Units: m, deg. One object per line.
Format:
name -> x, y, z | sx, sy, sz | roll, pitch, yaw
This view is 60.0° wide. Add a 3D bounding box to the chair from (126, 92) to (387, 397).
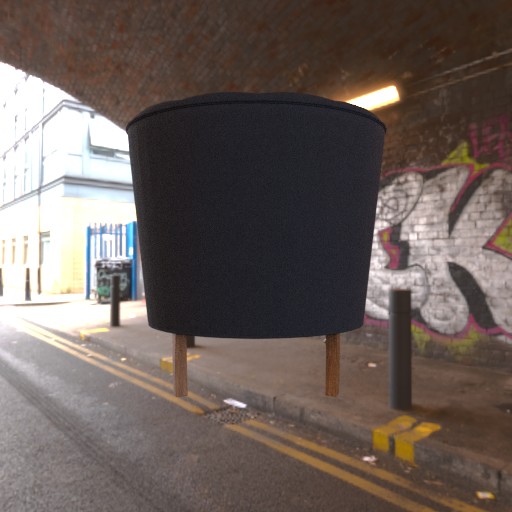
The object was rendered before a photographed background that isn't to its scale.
chair -> 0.000, 0.000, 1.352 | 0.740, 0.771, 0.718 | 0, -1, -1
